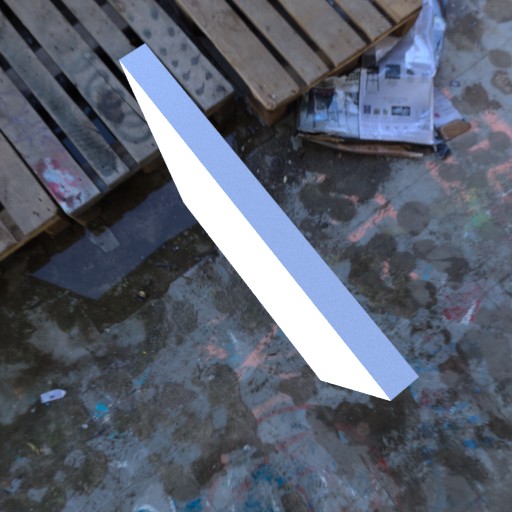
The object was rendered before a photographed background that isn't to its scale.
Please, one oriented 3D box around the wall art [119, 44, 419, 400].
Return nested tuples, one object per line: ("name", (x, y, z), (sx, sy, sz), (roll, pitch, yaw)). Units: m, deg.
("wall art", (0.000, 0.000, 0.526), (0.027, 0.355, 0.355), (-37, 79, -8))
